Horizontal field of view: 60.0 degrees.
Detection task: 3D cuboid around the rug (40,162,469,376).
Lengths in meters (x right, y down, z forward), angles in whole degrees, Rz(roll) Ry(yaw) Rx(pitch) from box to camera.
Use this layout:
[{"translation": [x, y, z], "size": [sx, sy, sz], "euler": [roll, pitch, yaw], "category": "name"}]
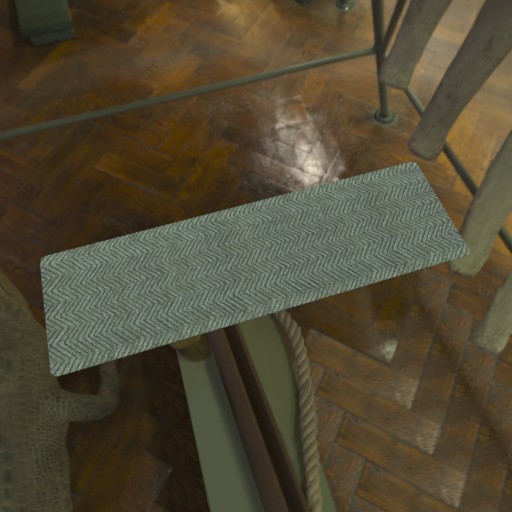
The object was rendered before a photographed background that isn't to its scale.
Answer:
[{"translation": [0.000, 0.000, 2.452], "size": [2.286, 0.008, 0.686], "euler": [-15, 64, -8], "category": "rug"}]
